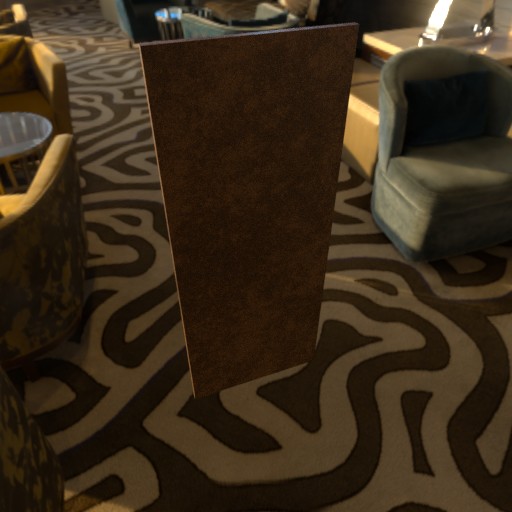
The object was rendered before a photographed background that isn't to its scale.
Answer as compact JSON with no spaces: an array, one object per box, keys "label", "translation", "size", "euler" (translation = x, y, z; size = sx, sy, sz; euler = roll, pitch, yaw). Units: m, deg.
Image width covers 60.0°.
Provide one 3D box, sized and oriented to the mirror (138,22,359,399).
[{"label":"mirror","translation":[0.000,0.000,2.202],"size":[0.812,2.031,0.032],"euler":[-14,42,-16]}]
